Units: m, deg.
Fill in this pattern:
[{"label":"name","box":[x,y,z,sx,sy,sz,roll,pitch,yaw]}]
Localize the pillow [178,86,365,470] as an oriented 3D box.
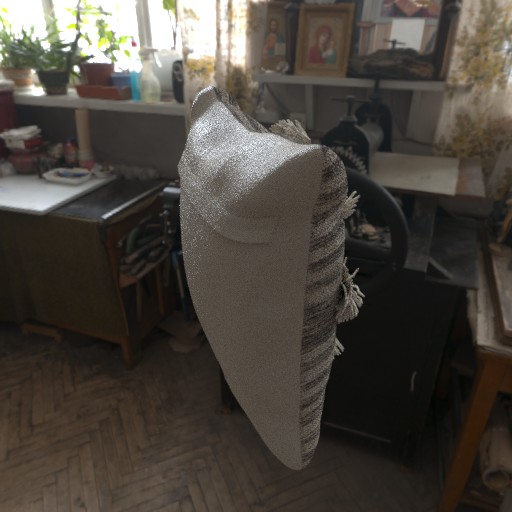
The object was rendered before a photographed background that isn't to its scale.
[{"label":"pillow","box":[0.000,0.000,0.750,0.234,0.490,0.484,-9,30,-16]}]
